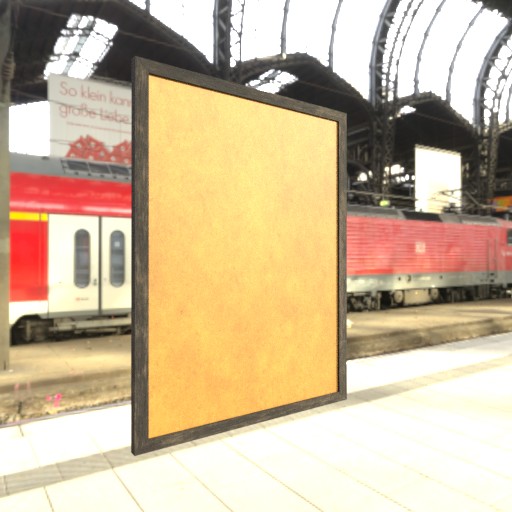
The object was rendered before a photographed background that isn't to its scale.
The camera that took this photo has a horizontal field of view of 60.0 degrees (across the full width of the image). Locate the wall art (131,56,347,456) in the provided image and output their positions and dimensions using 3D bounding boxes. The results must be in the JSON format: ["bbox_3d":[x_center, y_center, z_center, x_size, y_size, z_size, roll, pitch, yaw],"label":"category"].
[{"bbox_3d":[0.000,0.000,1.427,0.812,1.066,0.029,0,0,-36],"label":"wall art"}]
